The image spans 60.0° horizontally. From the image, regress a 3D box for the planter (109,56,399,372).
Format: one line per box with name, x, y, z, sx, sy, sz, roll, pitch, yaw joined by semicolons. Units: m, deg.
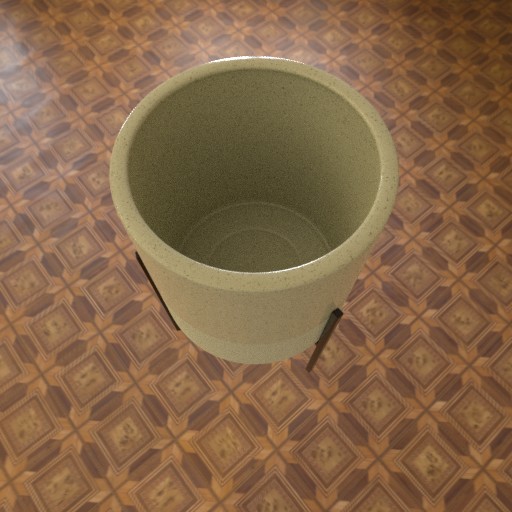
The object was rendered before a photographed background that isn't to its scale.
planter;0.000;0.000;0.536;0.234;0.390;0.243;16;65;8
